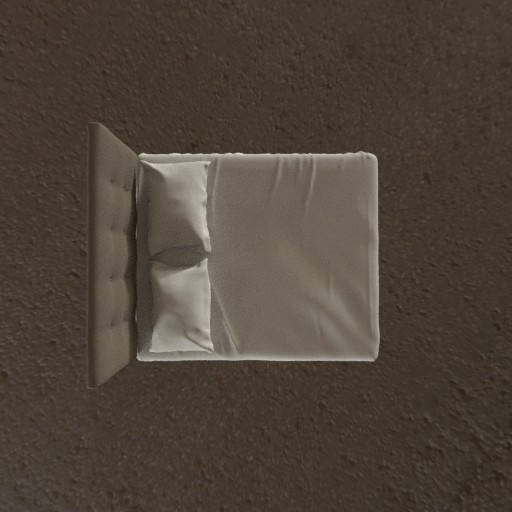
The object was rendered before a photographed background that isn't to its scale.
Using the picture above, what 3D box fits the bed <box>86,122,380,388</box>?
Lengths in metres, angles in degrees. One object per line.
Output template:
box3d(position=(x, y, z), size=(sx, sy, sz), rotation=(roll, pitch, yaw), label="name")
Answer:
box3d(position=(0.000, 0.000, 3.461), size=(2.222, 1.577, 1.936), rotation=(0, 89, 0), label="bed")
